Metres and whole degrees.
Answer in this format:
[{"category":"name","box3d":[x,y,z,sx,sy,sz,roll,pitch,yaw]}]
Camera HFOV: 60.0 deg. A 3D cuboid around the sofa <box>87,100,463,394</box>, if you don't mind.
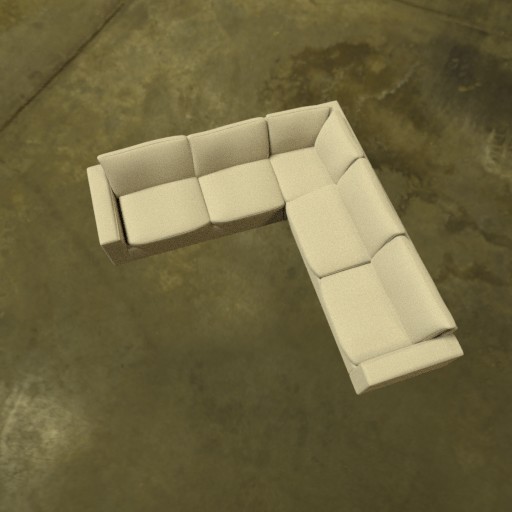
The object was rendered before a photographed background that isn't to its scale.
[{"category":"sofa","box3d":[0.000,0.000,4.686,3.066,0.918,3.206,-16,65,-8]}]
